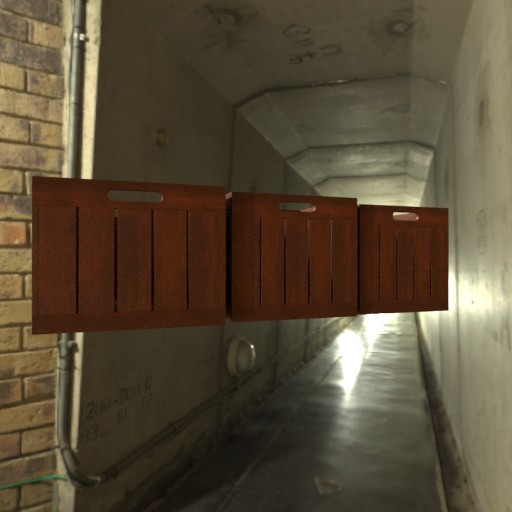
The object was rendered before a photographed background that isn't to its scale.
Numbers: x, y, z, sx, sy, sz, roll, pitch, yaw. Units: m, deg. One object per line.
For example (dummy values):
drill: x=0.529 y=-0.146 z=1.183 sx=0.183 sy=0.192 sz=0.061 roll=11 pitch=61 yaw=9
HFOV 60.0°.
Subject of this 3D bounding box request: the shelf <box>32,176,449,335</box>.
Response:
shelf: x=0.000 y=0.000 z=1.226 sx=1.064 sy=0.311 sz=0.393 roll=0 pitch=0 yaw=-19
